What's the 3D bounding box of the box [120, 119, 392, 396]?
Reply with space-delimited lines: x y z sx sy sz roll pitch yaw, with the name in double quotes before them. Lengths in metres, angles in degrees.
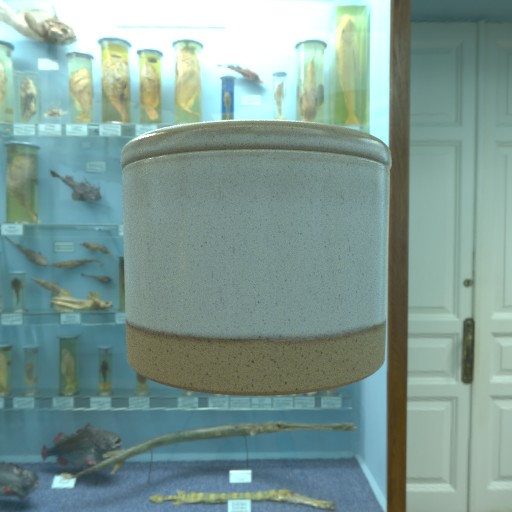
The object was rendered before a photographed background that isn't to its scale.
"box" 0.000 0.000 0.265 0.154 0.123 0.154 0 2 0
